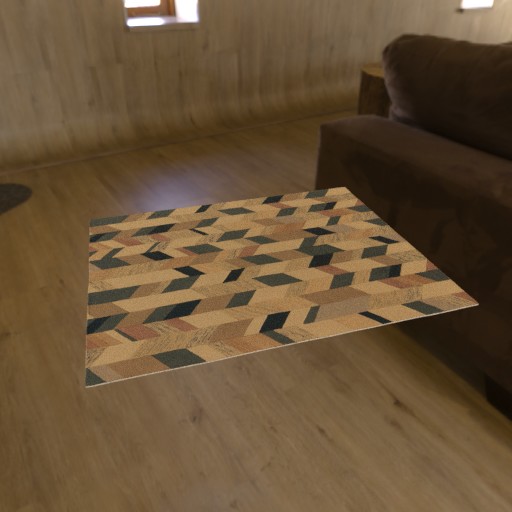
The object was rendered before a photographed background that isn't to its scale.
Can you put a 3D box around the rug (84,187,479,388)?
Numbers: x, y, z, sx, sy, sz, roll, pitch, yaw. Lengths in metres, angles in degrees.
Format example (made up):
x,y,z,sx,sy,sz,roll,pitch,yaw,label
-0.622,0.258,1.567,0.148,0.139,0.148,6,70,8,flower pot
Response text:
x,y,z,sx,sy,sz,roll,pitch,yaw,label
0.000,0.000,4.235,3.072,0.011,2.451,-9,34,-14,rug
